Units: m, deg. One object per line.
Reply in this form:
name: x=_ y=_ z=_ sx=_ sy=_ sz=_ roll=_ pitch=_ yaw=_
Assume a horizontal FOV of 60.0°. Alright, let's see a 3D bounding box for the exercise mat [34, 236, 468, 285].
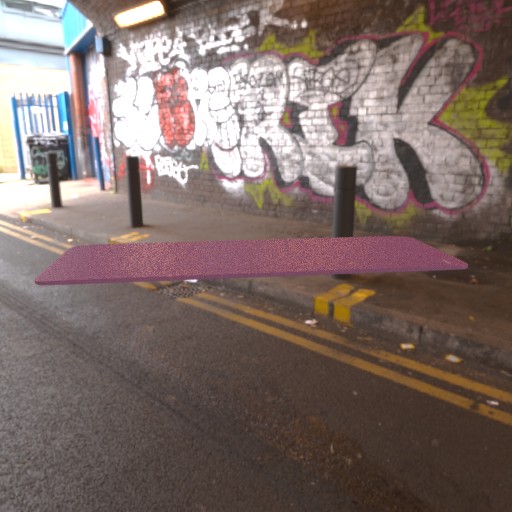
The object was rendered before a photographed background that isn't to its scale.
exercise mat: x=0.000 y=0.000 z=2.138 sx=1.869 sy=0.021 sz=0.616 roll=-2 pitch=15 yaw=-7
